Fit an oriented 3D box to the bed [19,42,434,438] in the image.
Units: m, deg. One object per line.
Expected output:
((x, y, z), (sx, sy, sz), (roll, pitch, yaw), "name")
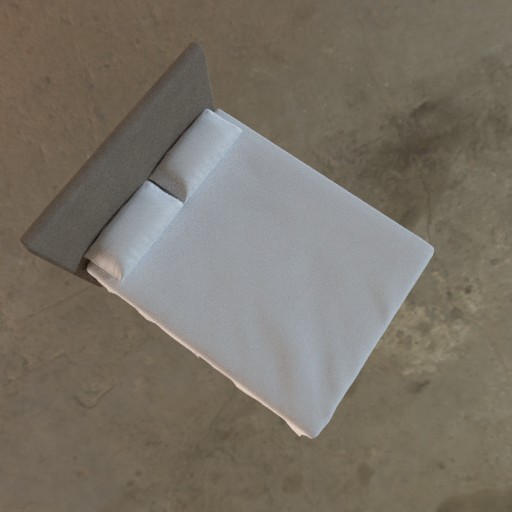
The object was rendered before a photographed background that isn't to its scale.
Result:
((0.000, 0.000, 3.136), (2.142, 1.330, 1.723), (35, 79, 8), "bed")
